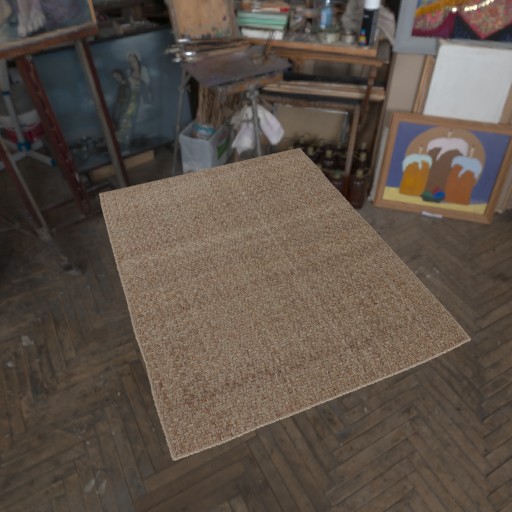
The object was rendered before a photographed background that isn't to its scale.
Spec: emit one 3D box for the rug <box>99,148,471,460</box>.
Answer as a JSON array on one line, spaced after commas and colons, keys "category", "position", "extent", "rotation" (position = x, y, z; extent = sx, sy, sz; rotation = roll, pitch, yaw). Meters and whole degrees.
[{"category": "rug", "position": [0.000, 0.000, 4.116], "extent": [2.439, 0.013, 3.048], "rotation": [-16, 47, -16]}]
